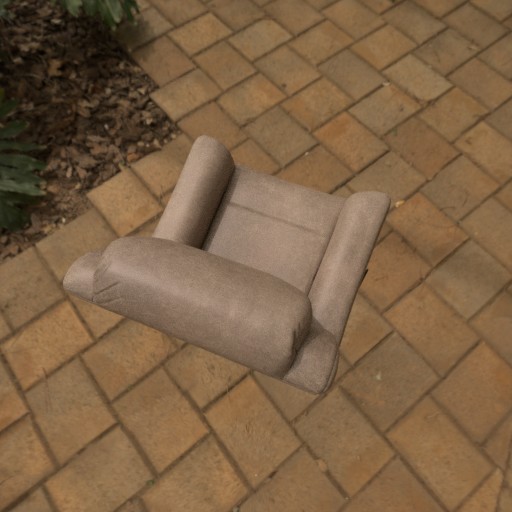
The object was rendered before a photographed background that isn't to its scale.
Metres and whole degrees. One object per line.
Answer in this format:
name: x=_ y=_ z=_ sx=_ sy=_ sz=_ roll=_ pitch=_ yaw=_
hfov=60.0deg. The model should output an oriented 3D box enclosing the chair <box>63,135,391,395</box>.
chair: x=0.000 y=0.000 z=1.890 sx=0.967 sy=1.116 sz=1.068 roll=20 pitch=65 yaw=10
